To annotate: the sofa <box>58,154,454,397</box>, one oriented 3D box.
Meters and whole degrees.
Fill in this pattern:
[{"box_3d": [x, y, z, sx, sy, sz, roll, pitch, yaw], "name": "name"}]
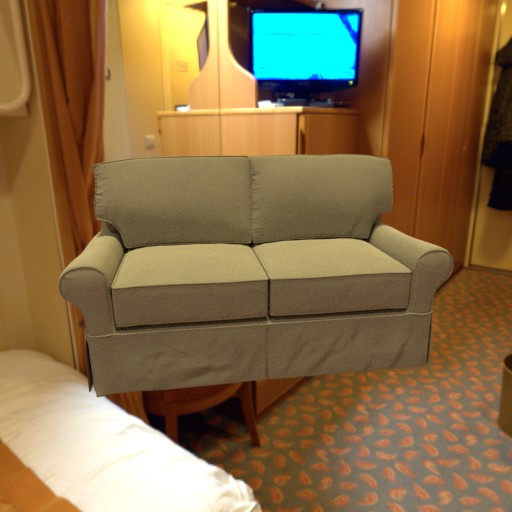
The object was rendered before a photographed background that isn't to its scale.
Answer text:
[{"box_3d": [0.000, 0.000, 2.372, 1.823, 1.024, 0.841, -3, 17, -9], "name": "sofa"}]
